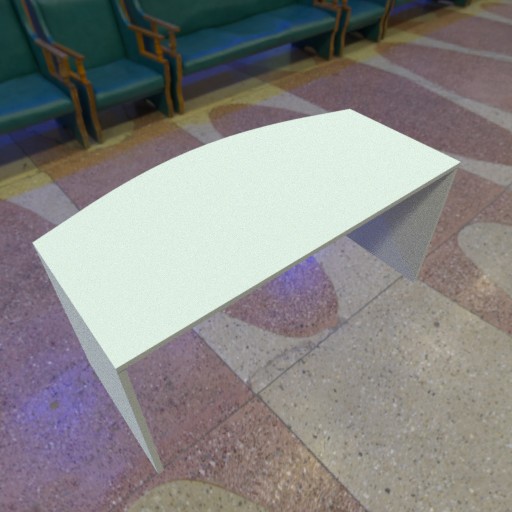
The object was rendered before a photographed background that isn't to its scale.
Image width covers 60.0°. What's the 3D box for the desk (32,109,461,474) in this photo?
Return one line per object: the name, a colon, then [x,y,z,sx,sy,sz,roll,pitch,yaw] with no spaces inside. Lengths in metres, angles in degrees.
desk: [0.000,0.000,2.016,1.600,0.750,0.802,-29,51,-27]
